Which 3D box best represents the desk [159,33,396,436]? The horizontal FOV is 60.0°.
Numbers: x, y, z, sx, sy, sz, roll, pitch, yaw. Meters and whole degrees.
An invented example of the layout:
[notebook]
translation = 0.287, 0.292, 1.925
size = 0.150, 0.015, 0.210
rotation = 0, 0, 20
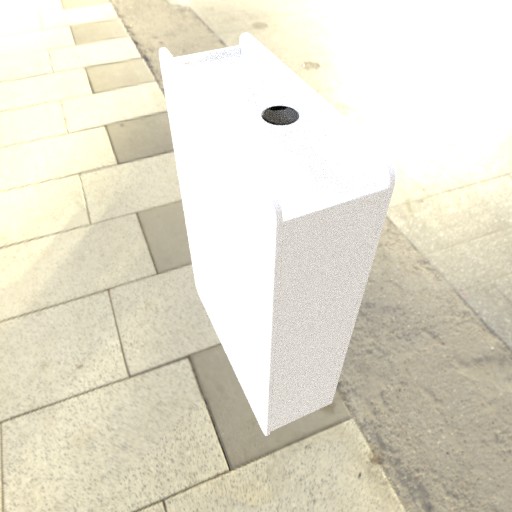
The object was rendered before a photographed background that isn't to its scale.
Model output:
[desk]
translation = 0.000, 0.000, 1.534
size = 0.278, 1.190, 0.795
rotation = -19, 50, -16
